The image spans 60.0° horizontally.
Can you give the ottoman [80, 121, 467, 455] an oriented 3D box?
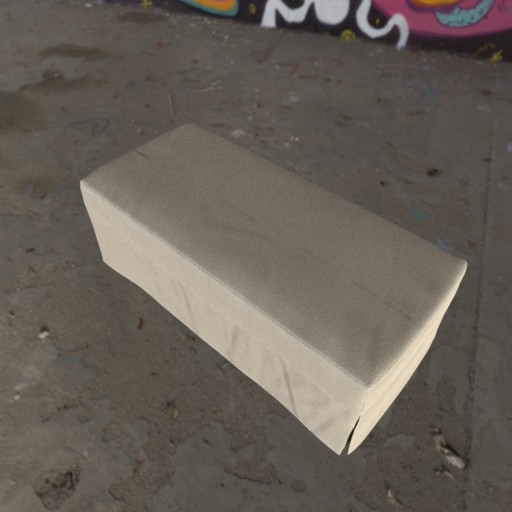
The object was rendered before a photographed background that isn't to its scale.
[{"bbox_3d":[0.000,0.000,1.749,1.388,0.457,0.665,33,55,27],"label":"ottoman"}]
